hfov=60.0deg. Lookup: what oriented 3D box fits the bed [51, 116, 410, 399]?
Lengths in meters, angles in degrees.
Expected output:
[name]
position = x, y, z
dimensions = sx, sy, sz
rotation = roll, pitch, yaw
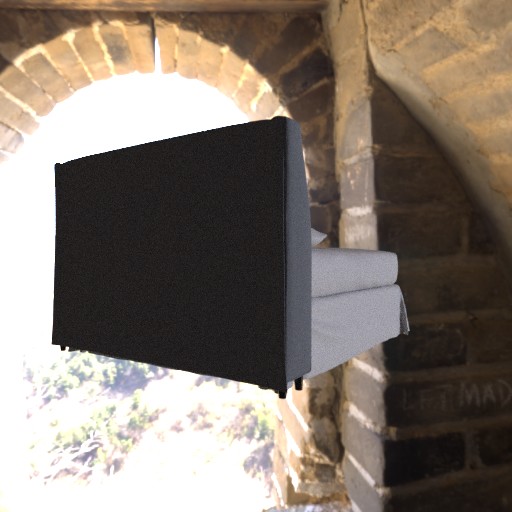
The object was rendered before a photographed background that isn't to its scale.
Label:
[bed]
position = 0.000, 0.000, 3.478
dimensions = 1.925, 1.332, 2.276
rotation = 0, 0, 35
